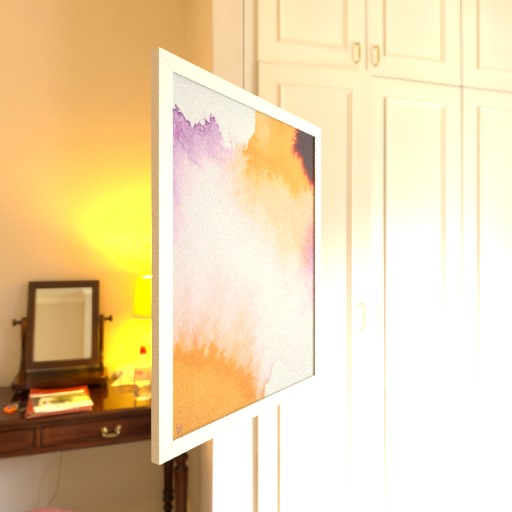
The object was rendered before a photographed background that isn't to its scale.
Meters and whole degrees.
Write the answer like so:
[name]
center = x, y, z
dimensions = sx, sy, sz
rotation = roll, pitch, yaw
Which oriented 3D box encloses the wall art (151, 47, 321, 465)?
[wall art]
center = 0.000, 0.000, 0.642
dimensions = 0.013, 0.456, 0.382
rotation = 0, 0, 36
